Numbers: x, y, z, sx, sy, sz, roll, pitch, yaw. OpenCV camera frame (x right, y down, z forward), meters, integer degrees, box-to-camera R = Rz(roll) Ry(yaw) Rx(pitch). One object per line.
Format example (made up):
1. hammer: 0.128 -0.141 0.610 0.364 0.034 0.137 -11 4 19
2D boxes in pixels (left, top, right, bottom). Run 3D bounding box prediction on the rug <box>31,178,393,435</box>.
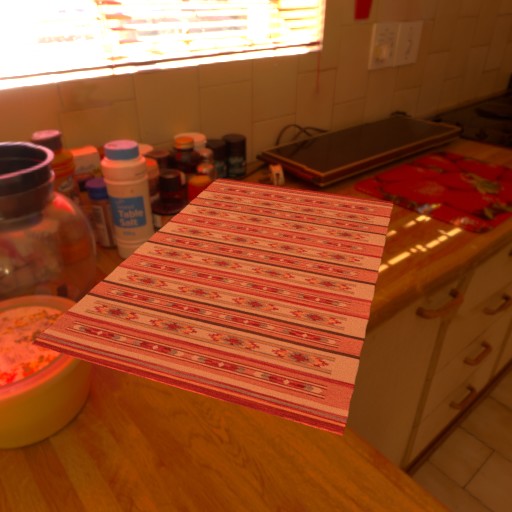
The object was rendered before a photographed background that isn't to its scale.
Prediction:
1. rug: 0.000 0.000 2.277 1.223 0.008 1.817 11 33 17
